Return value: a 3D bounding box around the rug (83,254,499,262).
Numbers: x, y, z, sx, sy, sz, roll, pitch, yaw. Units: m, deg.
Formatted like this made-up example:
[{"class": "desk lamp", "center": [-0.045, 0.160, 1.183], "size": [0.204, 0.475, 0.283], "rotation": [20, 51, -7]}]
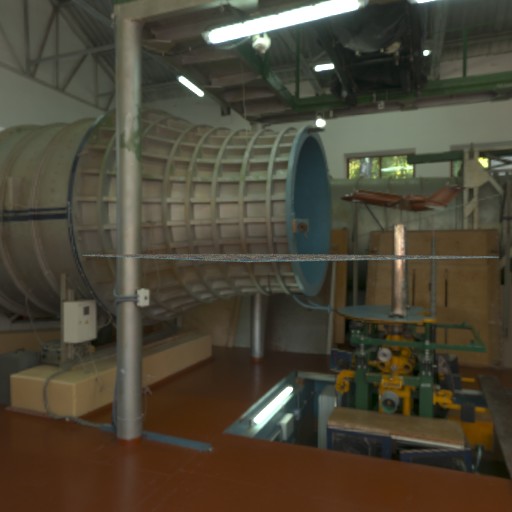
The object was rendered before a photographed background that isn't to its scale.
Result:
[{"class": "rug", "center": [0.000, 0.000, 4.147], "size": [2.337, 0.013, 3.291], "rotation": [0, 1, -35]}]
